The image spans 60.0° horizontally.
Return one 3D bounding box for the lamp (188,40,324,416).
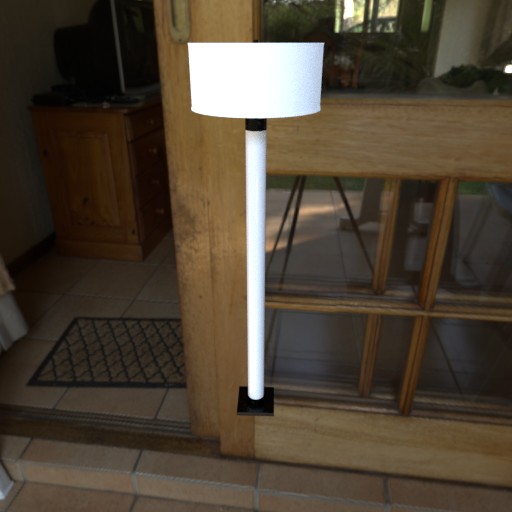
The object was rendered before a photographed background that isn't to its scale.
[{"bbox_3d":[0.000,0.000,1.683,0.420,1.475,0.420,1,26,2],"label":"lamp"}]
